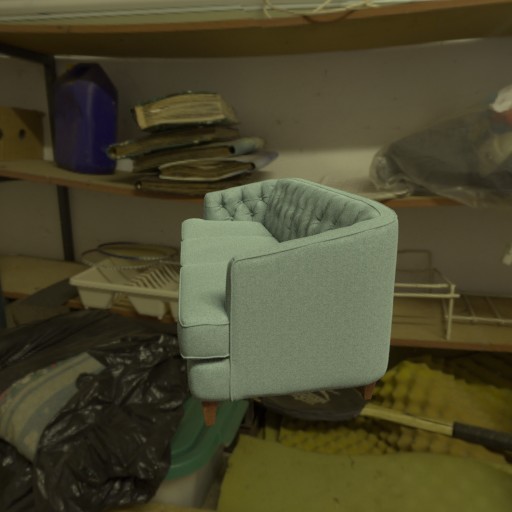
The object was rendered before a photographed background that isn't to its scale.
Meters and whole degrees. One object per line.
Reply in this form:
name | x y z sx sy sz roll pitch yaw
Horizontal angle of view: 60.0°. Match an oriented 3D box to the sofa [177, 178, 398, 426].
sofa | 0.000 0.000 2.764 0.941 0.855 2.278 -2 14 -8
